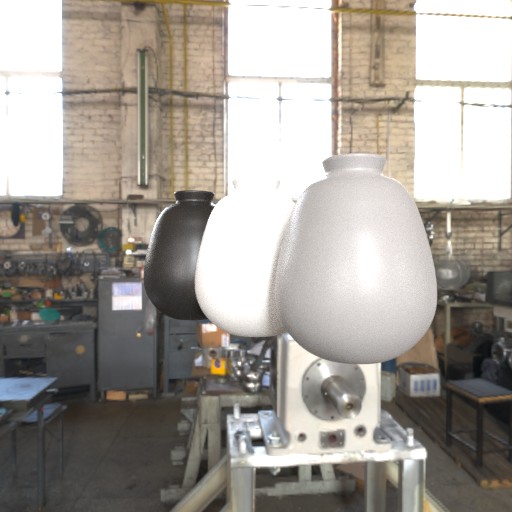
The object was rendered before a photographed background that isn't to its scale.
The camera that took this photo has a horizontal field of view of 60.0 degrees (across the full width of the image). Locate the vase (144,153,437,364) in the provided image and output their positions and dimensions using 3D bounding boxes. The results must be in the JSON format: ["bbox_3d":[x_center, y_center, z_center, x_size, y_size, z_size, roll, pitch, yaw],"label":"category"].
[{"bbox_3d":[0.000,0.000,0.356,0.097,0.122,0.297,-1,1,-37],"label":"vase"}]
